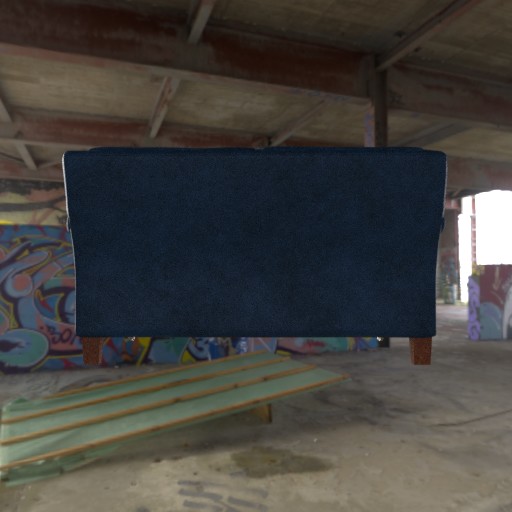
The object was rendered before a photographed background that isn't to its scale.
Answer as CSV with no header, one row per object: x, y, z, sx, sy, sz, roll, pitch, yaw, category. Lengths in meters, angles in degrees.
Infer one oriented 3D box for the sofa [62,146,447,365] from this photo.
0.000,0.000,2.541,1.853,1.101,1.084,0,-2,0,sofa
